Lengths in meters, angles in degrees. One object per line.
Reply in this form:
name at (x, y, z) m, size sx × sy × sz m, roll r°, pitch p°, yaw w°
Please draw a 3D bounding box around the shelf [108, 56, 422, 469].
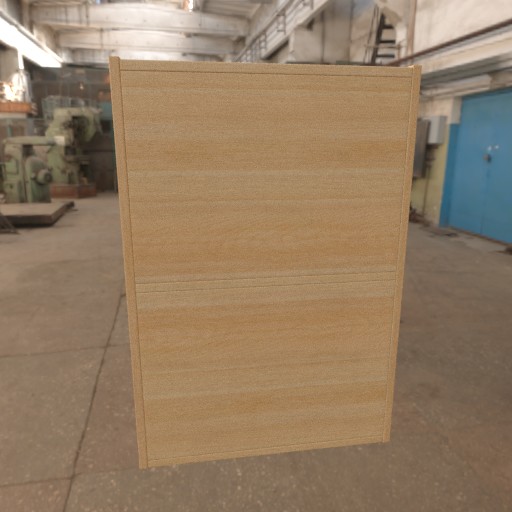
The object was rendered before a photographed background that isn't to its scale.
shelf at (0.000, 0.000, 0.782) m, size 0.414 × 0.592 × 0.290 m, roll -2°, pitch 15°, yaw -9°
